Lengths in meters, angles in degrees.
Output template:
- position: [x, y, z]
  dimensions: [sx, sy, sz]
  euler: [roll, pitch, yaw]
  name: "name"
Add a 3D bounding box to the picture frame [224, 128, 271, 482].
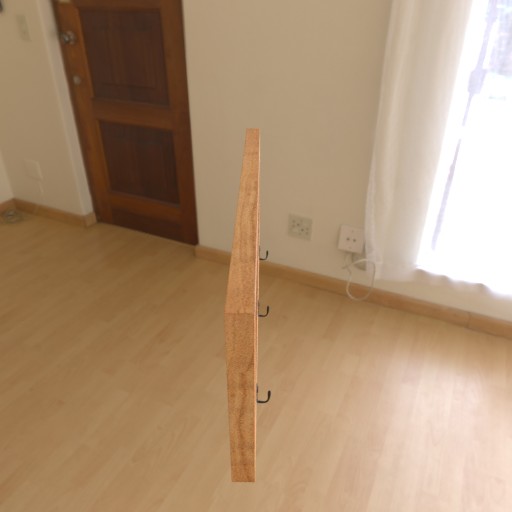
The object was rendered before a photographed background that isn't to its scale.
- position: [0.000, 0.000, 0.679]
  dimensions: [0.045, 0.234, 0.582]
  euler: [0, 31, 1]
  name: "picture frame"
